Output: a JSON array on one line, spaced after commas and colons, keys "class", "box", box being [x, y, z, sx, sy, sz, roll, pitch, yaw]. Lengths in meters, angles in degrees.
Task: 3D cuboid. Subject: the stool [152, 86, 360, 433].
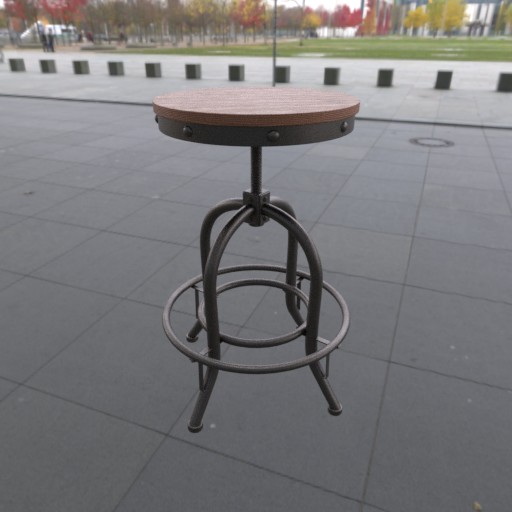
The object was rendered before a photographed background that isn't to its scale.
[{"class": "stool", "box": [0.000, 0.000, 0.897, 0.439, 0.609, 0.439, 18, 32, 32]}]
